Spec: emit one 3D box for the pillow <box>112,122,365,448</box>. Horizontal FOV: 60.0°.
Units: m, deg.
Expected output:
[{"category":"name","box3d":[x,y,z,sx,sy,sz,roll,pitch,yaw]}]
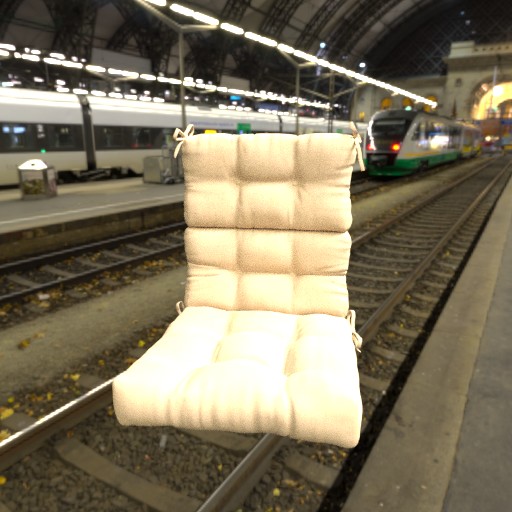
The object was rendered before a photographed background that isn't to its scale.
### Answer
[{"category":"pillow","box3d":[0.000,0.000,1.020,0.519,0.605,0.571,2,15,9]}]
